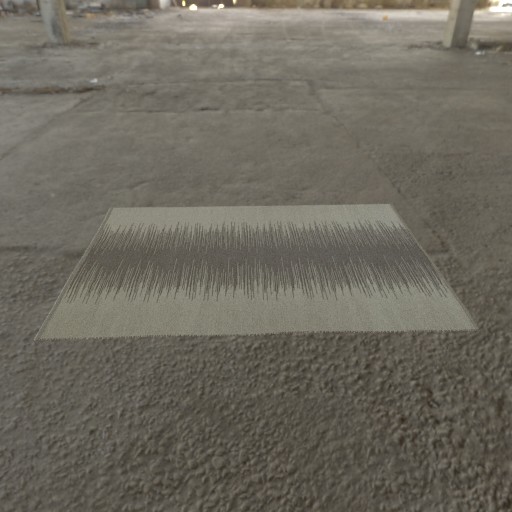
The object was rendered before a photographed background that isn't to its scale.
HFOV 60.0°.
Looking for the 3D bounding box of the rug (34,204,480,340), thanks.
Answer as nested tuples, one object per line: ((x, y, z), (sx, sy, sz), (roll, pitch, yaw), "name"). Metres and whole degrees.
((0.000, 0.000, 2.313), (1.815, 0.007, 1.226), (-1, 31, -2), "rug")
